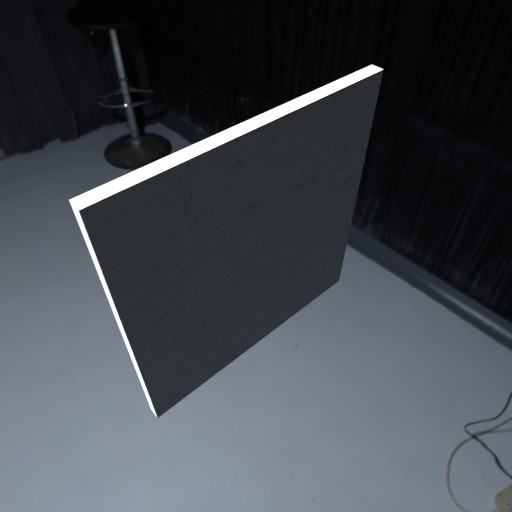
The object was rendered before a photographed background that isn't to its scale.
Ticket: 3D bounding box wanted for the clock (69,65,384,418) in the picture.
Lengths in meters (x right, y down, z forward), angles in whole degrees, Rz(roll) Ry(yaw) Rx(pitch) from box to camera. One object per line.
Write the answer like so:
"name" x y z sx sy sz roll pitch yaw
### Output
"clock" 0.000 0.000 1.060 0.705 0.705 0.032 -33 55 -27
